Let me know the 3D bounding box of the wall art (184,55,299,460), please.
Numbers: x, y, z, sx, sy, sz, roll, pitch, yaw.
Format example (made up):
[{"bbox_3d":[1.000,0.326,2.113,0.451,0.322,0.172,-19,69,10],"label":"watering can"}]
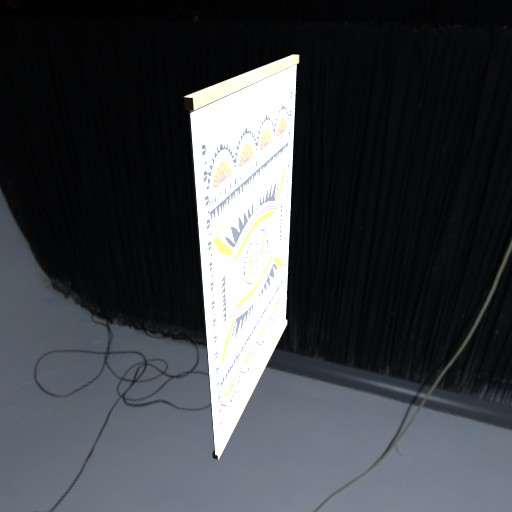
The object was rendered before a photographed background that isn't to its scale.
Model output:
[{"bbox_3d":[0.000,0.000,1.968,0.028,1.533,0.999,11,32,18],"label":"wall art"}]
